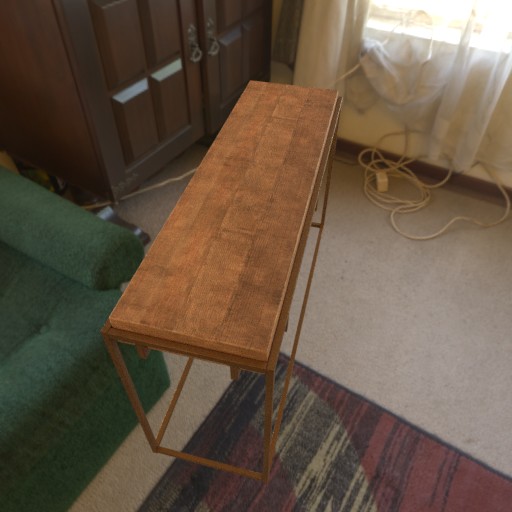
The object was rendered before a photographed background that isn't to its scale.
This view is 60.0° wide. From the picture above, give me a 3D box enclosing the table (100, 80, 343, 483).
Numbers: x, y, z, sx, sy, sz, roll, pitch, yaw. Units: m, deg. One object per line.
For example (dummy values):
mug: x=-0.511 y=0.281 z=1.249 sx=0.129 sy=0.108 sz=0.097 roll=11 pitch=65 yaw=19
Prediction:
table: x=0.000 y=0.000 z=1.797 sx=0.440 sy=0.820 sz=1.400 roll=10 pitch=47 yaw=10
